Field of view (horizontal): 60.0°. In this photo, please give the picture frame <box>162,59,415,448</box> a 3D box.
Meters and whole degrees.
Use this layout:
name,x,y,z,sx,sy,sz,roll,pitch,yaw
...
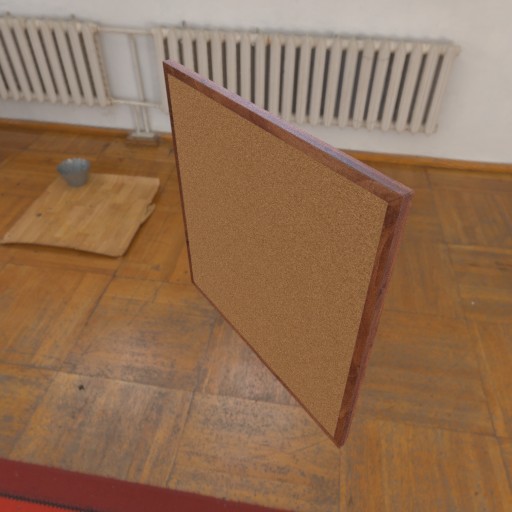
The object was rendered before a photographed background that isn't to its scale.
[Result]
name,x,y,z,sx,sy,sz,roll,pitch,yaw
picture frame,0.000,0.000,1.200,0.029,0.817,0.810,-25,47,-26
